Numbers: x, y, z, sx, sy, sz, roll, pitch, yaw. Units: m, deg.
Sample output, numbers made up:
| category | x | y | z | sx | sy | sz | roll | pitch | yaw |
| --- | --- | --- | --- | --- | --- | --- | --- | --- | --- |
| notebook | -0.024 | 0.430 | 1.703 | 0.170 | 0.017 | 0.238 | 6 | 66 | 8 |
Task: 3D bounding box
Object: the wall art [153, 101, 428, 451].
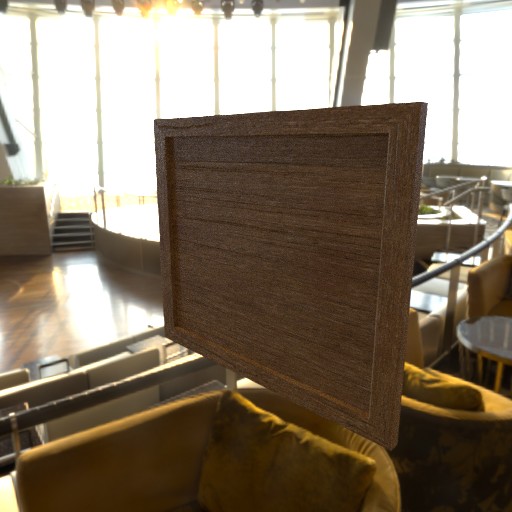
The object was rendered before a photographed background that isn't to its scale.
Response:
| category | x | y | z | sx | sy | sz | roll | pitch | yaw |
| --- | --- | --- | --- | --- | --- | --- | --- | --- | --- |
| wall art | 0.000 | 0.000 | 0.955 | 0.690 | 0.588 | 0.026 | 13 | 19 | 42 |
